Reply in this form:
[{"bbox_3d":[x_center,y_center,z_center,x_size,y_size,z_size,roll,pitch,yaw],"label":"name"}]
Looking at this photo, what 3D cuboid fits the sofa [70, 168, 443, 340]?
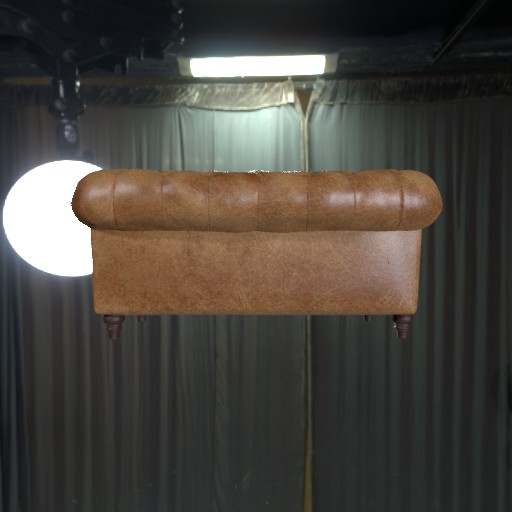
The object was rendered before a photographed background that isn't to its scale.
[{"bbox_3d":[0.000,0.000,2.516,1.979,0.877,1.042,0,0,-1],"label":"sofa"}]
